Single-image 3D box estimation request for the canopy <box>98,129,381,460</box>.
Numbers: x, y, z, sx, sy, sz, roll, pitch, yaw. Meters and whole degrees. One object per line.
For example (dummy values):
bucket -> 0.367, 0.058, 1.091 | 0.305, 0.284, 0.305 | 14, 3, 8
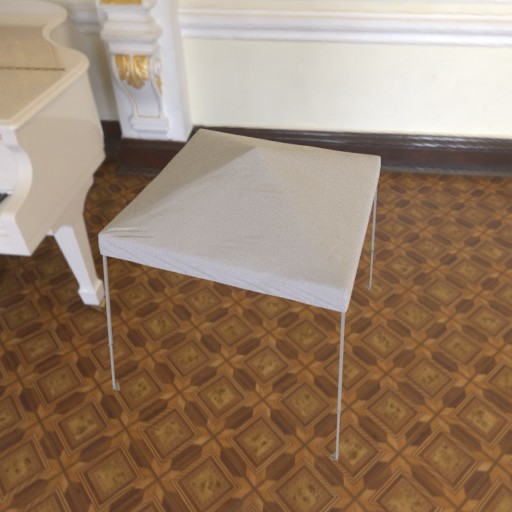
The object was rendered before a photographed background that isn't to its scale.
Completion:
canopy -> 0.000, 0.000, 6.698 | 3.600, 3.600, 3.599 | 12, 43, 14
